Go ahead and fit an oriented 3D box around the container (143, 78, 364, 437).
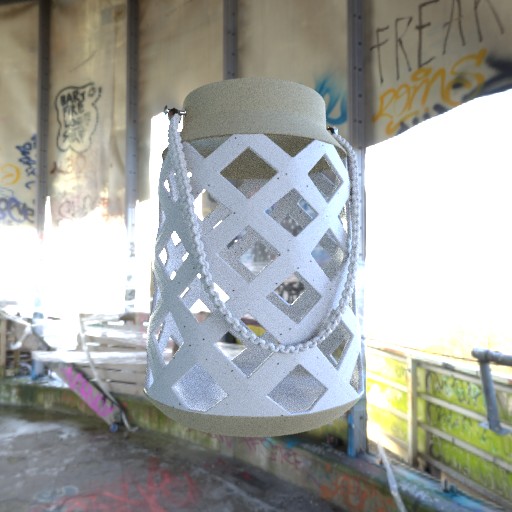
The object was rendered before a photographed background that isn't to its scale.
[{"bbox_3d":[0.000,0.000,0.385,0.188,0.264,0.198,1,-2,-20],"label":"container"}]
